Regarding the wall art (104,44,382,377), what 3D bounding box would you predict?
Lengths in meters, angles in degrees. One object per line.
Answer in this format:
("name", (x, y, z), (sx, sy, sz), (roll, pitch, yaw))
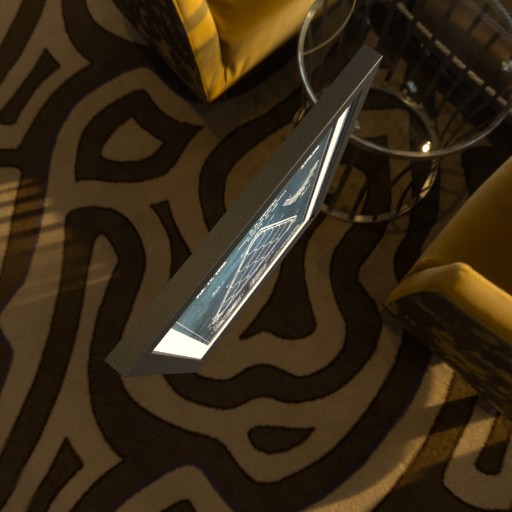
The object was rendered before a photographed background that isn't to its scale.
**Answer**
("wall art", (0.000, 0.000, 0.697), (0.025, 0.508, 0.432), (36, 79, 9))
